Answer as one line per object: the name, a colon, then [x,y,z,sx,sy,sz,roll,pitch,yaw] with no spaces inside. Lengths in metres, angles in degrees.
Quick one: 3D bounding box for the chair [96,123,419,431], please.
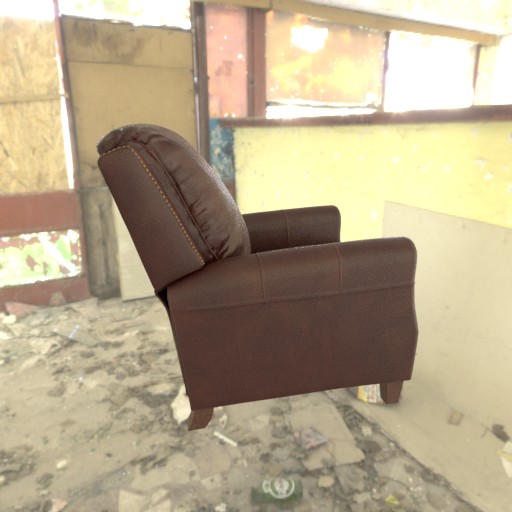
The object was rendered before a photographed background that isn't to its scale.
chair: [0.000,0.000,1.789,1.089,1.022,0.826,-3,16,-10]
